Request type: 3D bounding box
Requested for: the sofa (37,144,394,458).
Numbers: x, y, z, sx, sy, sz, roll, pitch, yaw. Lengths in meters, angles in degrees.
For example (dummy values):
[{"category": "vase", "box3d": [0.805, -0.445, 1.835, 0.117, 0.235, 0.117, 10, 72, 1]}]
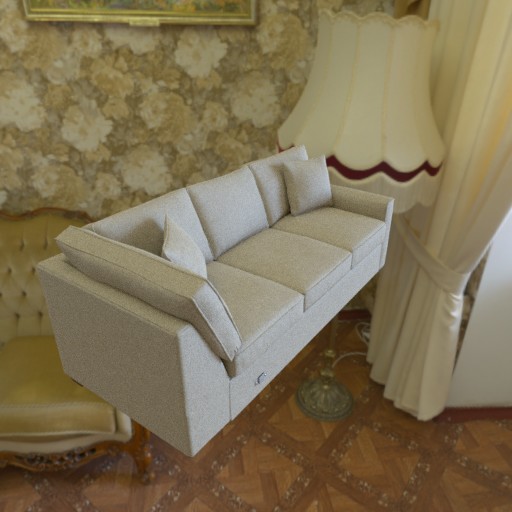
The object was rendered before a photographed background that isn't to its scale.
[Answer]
[{"category": "sofa", "box3d": [0.000, 0.000, 2.885, 1.053, 0.948, 2.323, 18, 33, 31]}]
